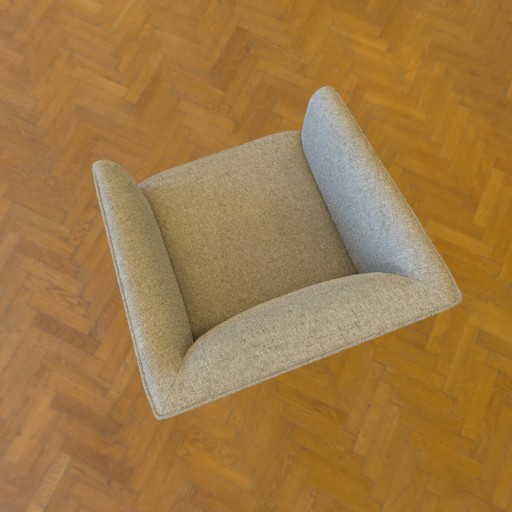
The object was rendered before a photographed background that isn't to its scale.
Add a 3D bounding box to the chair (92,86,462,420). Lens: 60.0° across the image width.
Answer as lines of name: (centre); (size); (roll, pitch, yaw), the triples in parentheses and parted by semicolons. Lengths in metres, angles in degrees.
chair: (0.000, 0.000, 1.236); (0.628, 0.760, 0.623); (-20, 77, -5)
